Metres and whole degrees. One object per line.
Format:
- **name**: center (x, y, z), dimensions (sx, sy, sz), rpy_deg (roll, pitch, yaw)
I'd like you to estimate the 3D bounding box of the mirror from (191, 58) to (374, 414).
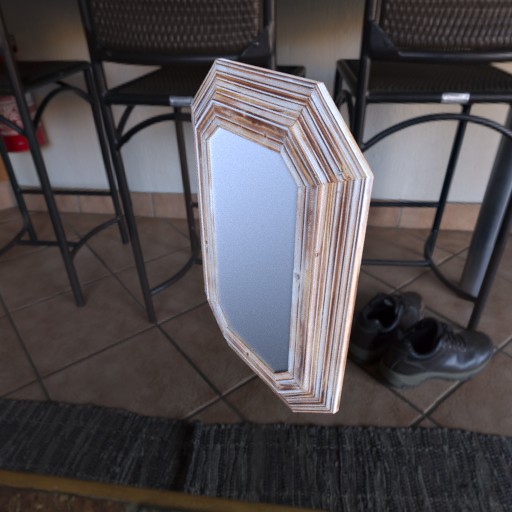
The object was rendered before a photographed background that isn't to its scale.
- **mirror**: center (0.000, 0.000, 1.294), dimensions (0.061, 1.015, 0.709), rpy_deg (-21, 38, -30)
